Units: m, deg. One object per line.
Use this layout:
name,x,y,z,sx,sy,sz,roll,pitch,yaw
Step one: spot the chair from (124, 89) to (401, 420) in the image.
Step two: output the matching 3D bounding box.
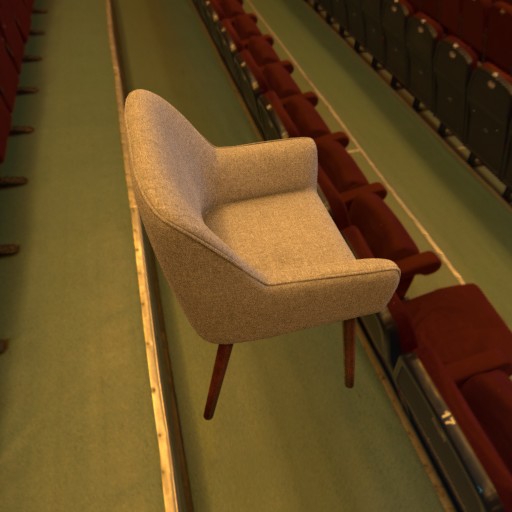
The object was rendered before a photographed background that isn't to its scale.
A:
chair,0.000,0.000,1.180,0.519,0.803,0.543,-12,48,-11
